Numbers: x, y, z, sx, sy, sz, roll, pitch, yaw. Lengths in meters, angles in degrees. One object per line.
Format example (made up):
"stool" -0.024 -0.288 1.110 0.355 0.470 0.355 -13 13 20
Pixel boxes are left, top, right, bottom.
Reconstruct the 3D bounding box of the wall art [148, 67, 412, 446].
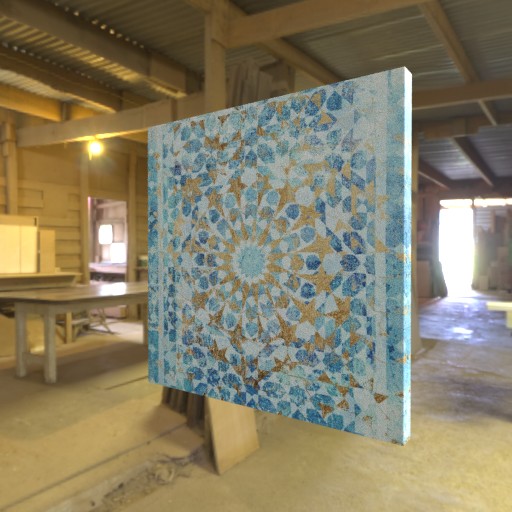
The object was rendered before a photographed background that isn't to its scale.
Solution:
"wall art" 0.000 0.000 0.901 0.609 0.609 0.040 0 1 36
